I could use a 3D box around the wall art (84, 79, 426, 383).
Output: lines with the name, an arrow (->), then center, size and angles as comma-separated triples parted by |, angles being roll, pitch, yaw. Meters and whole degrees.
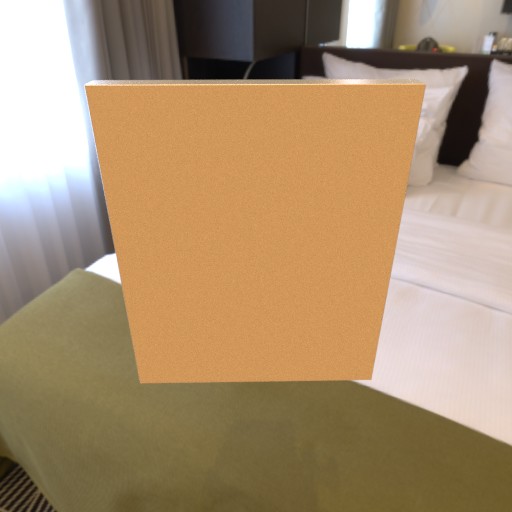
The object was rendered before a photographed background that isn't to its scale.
wall art -> 0.000, 0.000, 0.742 | 0.452, 0.549, 0.038 | -1, 31, -1
